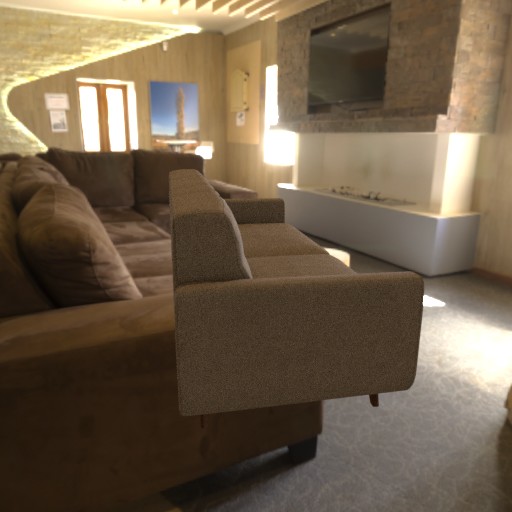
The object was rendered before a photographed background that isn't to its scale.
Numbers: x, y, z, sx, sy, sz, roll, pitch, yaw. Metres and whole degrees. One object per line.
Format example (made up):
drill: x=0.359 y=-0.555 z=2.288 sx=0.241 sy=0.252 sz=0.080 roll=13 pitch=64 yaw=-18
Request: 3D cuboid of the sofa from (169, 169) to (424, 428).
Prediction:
sofa: x=0.000 y=0.000 z=2.438 sx=0.909 sy=0.841 sz=2.029 roll=-3 pitch=16 yaw=-11
